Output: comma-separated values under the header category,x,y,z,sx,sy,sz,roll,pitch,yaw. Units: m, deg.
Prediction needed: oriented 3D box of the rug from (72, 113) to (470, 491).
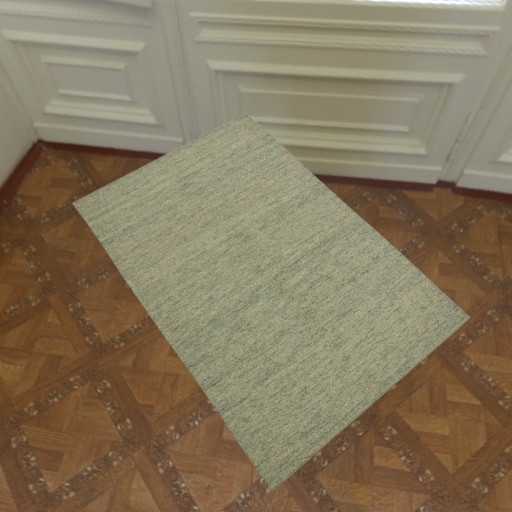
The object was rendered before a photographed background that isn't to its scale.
category,x,y,z,sx,sy,sz,roll,pitch,yaw
rug,0.000,0.000,2.921,1.547,0.013,2.283,-33,64,-18
